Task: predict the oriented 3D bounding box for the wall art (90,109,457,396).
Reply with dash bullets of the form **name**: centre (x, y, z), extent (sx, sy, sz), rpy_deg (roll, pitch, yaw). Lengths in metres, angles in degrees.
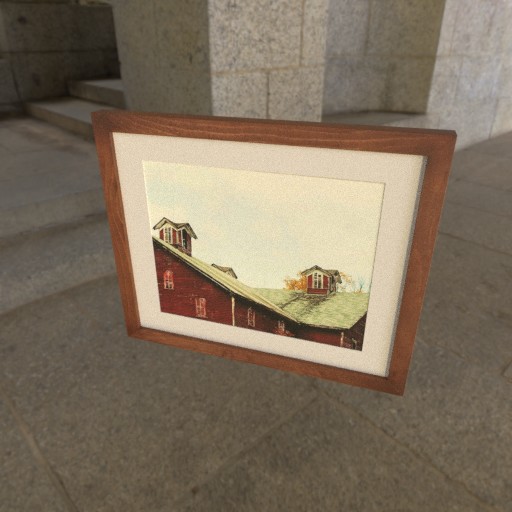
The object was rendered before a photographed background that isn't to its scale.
- **wall art**: centre (0.000, 0.000, 0.769), extent (0.558, 0.457, 0.033), rpy_deg (8, 29, 16)
